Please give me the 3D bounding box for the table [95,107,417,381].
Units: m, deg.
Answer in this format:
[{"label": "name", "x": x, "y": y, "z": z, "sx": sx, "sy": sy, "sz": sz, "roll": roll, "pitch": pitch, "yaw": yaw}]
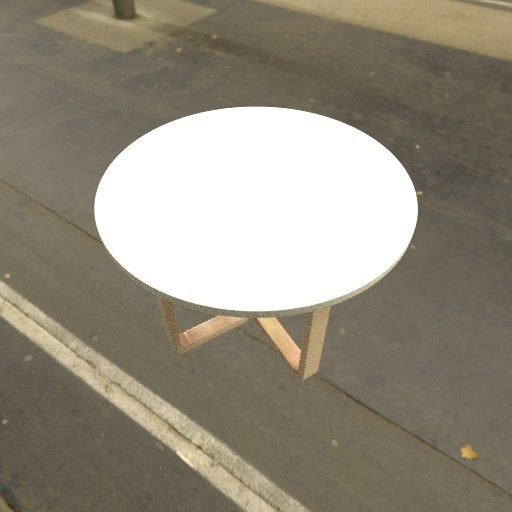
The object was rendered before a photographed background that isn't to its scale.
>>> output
[{"label": "table", "x": 0.000, "y": 0.000, "z": 0.993, "sx": 0.600, "sy": 0.400, "sz": 0.600, "roll": 0, "pitch": 46, "yaw": 0}]
